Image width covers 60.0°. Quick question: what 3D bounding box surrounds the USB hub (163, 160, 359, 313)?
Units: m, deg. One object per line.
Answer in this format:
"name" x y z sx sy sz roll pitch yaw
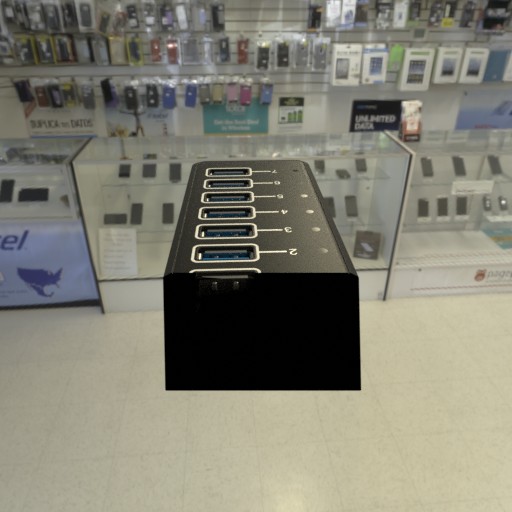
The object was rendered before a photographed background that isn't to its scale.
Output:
"USB hub" 0.000 0.000 0.129 0.044 0.023 0.110 -1 30 -2
